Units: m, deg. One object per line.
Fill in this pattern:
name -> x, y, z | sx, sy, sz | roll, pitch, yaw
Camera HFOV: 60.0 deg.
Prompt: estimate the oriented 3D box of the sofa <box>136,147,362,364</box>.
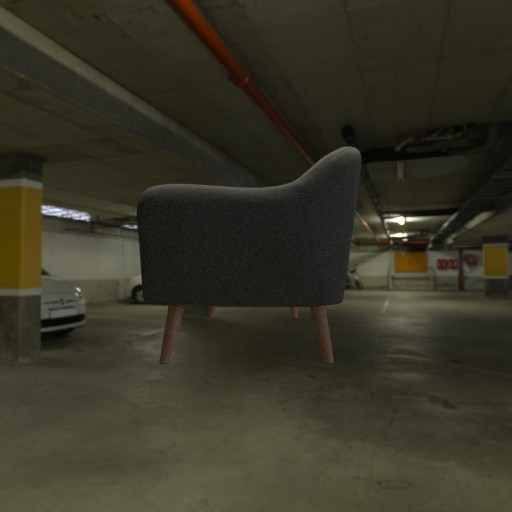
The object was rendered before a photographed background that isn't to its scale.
sofa -> 0.000, 0.000, 2.353 | 0.820, 0.820, 1.840 | 0, -2, 0
